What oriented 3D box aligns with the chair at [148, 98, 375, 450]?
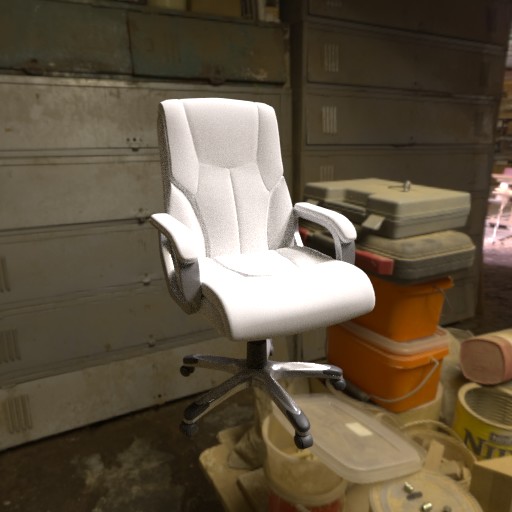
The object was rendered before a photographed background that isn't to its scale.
[{"bbox_3d":[0.000,0.000,1.593,0.687,1.120,0.738,-8,17,-26],"label":"chair"}]
